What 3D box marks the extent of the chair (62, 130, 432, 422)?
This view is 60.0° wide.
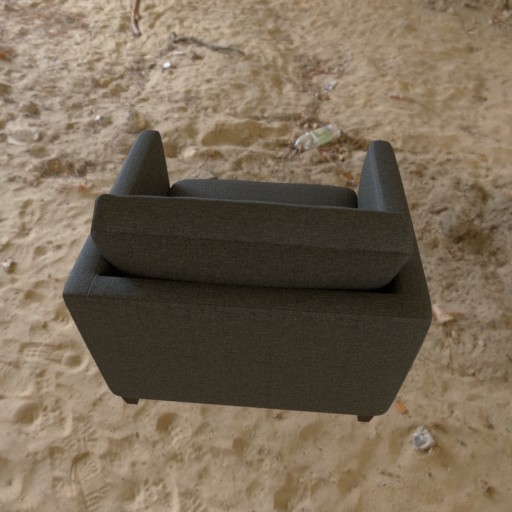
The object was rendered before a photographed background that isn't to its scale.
[{"bbox_3d":[0.000,0.000,1.775,1.107,0.963,0.959,3,47,3],"label":"chair"}]
